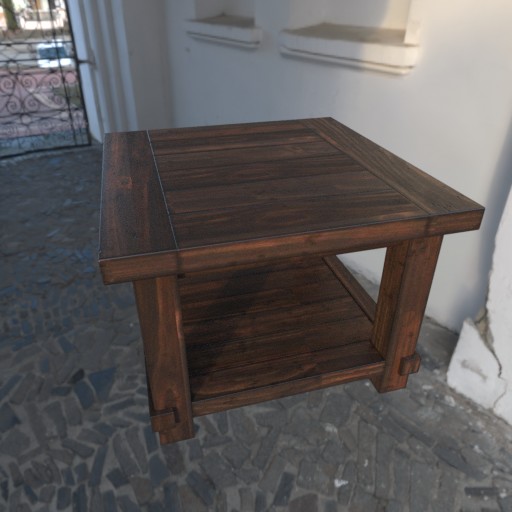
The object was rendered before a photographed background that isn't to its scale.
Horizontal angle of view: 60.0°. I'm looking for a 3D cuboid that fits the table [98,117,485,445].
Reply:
[{"bbox_3d":[0.000,0.000,1.001,0.593,0.437,0.606,-8,32,-13],"label":"table"}]
